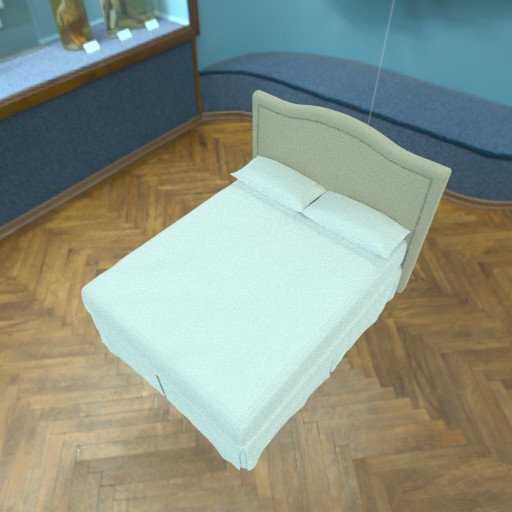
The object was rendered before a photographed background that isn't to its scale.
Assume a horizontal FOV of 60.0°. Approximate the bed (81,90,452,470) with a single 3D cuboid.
[{"bbox_3d":[0.000,0.000,3.342,1.753,1.460,2.143,32,55,26],"label":"bed"}]
